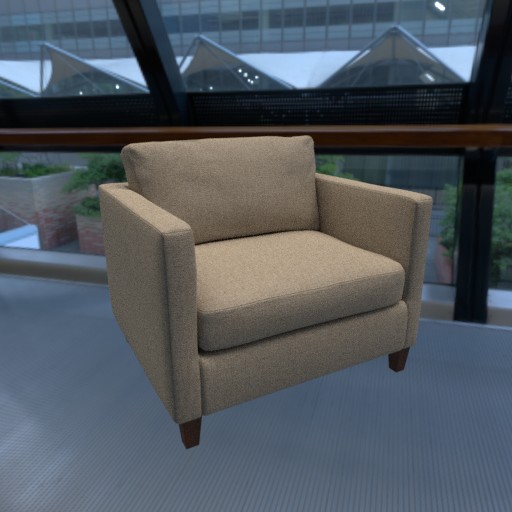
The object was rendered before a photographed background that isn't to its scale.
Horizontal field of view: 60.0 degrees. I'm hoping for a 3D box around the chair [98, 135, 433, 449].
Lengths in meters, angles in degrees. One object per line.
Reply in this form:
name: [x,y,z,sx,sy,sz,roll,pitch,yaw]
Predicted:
chair: [0.000,0.000,1.903,1.107,0.961,0.959,-10,20,-27]
